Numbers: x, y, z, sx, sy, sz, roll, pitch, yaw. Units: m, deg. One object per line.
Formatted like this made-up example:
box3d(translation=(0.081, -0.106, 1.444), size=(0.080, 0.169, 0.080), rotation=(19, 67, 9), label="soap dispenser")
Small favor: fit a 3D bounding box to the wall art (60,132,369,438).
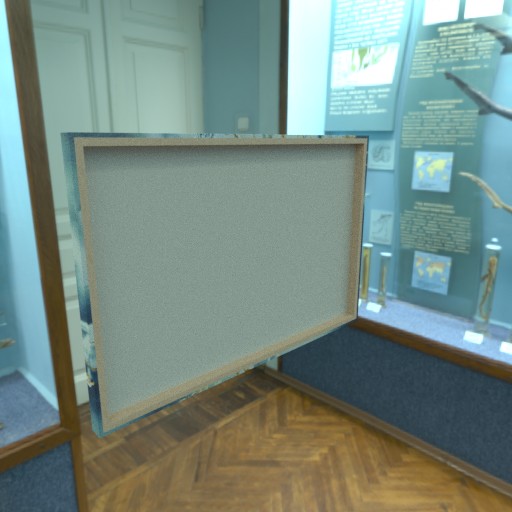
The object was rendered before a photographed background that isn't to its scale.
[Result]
box3d(translation=(0.000, 0.000, 1.150), size=(0.912, 0.608, 0.038), rotation=(-13, 20, -41), label="wall art")
